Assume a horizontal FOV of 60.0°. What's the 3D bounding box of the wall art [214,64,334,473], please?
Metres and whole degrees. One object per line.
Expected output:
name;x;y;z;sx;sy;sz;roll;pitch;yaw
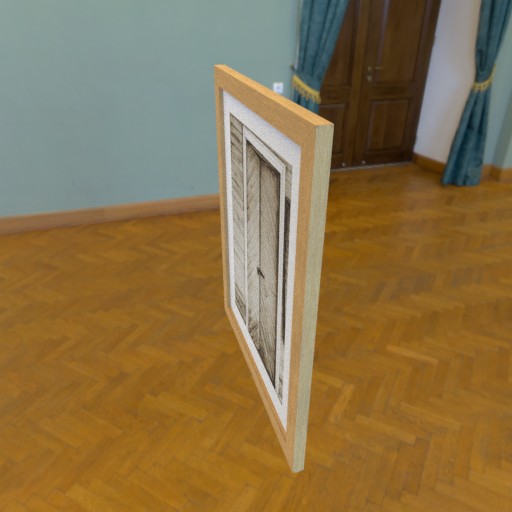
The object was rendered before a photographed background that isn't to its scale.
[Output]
wall art;0.000;0.000;0.772;0.020;0.561;0.460;-9;32;-15
